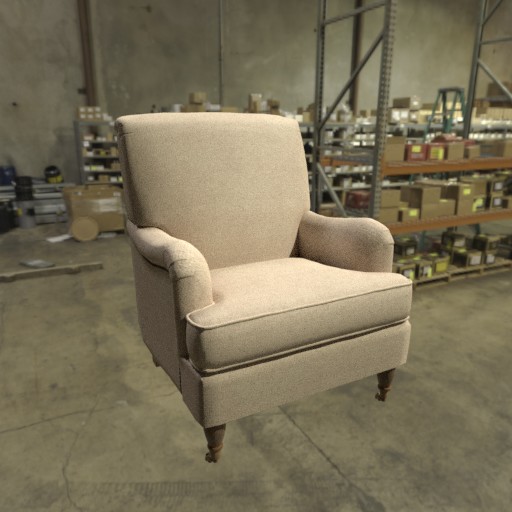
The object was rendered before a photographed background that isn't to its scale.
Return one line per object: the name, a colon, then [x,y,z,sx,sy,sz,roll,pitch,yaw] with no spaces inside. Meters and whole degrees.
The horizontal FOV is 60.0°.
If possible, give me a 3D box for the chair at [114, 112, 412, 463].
chair: [0.000,0.000,1.788,0.879,1.119,0.953,-8,19,-26]
